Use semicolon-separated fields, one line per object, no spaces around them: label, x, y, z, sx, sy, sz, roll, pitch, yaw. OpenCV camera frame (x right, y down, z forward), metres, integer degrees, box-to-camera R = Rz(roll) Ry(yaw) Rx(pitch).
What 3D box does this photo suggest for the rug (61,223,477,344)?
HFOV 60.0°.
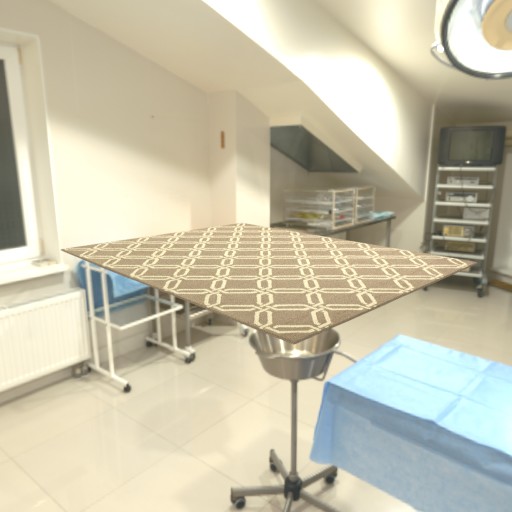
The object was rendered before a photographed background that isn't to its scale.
rug;0.000;0.000;3.895;2.288;0.018;2.895;-12;18;-42
